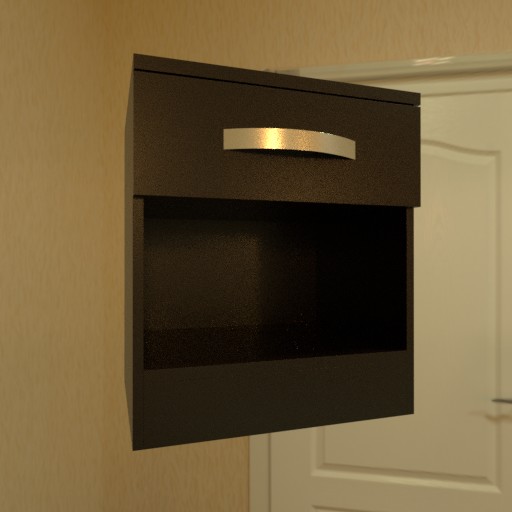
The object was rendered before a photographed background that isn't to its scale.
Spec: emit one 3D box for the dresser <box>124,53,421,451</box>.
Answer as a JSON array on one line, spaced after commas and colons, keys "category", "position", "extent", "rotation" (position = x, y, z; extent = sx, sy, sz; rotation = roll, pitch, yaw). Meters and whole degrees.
[{"category": "dresser", "position": [0.000, 0.000, 0.722], "extent": [0.400, 0.470, 0.360], "rotation": [0, 0, -18]}]
